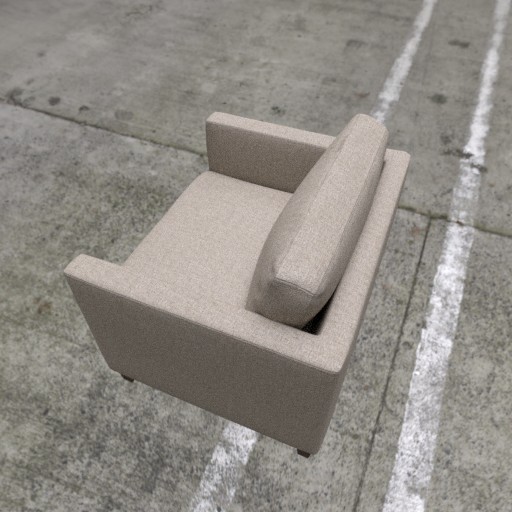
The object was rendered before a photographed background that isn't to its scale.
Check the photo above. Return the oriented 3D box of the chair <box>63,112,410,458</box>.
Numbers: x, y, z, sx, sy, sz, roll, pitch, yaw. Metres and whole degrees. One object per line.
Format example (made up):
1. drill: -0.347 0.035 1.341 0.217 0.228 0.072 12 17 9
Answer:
1. chair: 0.000 0.000 1.817 0.959 0.961 1.107 17 50 15
